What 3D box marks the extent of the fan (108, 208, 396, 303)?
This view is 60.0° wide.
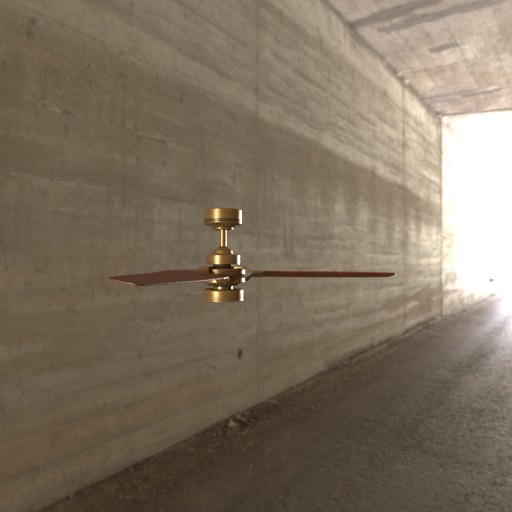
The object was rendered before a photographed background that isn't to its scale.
[{"bbox_3d":[0.000,0.000,2.014,1.271,0.425,1.416,0,-1,-1],"label":"fan"}]
